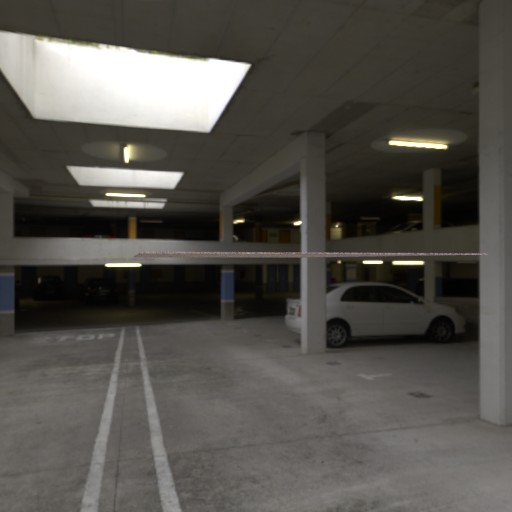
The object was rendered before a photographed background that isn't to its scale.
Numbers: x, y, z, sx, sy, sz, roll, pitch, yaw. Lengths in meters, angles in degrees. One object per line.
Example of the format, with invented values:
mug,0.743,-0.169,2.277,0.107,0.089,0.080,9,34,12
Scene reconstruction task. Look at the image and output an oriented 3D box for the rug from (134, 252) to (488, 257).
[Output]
rug,0.000,0.000,2.314,1.219,0.005,1.829,0,-1,-16
